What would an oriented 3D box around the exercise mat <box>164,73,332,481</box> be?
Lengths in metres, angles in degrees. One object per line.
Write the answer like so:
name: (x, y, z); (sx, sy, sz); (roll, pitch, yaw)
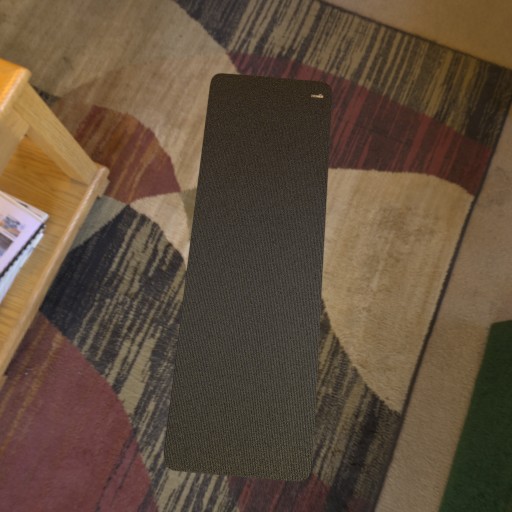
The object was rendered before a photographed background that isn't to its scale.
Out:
exercise mat: (0.000, 0.000, 2.032); (0.616, 0.021, 1.869); (5, 77, 1)
